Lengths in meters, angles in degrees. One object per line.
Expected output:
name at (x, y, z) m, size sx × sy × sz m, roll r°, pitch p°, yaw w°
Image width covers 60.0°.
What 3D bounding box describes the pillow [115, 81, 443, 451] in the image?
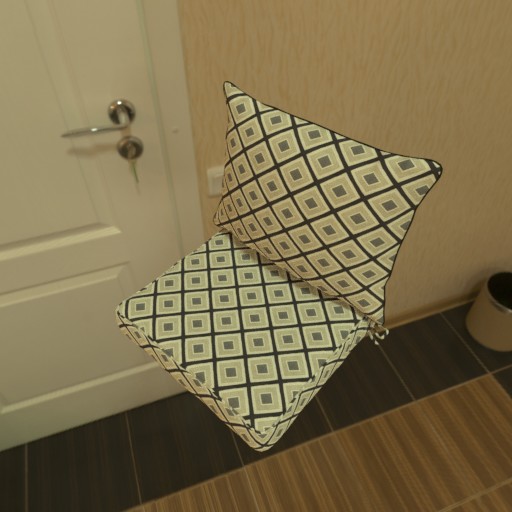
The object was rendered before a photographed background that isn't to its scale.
pillow at (0.000, 0.000, 1.389) m, size 0.798 × 0.722 × 0.733 m, roll 32°, pitch 53°, yaw 27°
